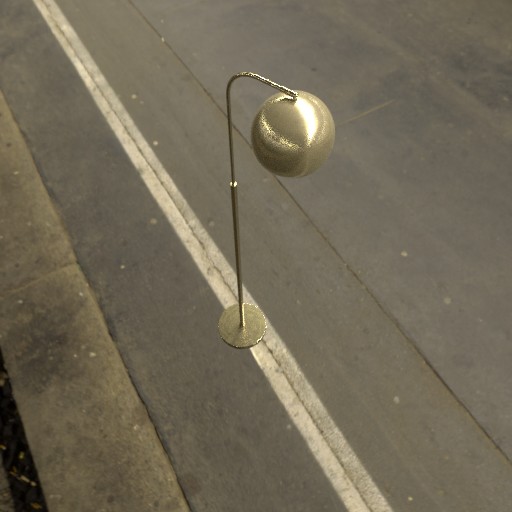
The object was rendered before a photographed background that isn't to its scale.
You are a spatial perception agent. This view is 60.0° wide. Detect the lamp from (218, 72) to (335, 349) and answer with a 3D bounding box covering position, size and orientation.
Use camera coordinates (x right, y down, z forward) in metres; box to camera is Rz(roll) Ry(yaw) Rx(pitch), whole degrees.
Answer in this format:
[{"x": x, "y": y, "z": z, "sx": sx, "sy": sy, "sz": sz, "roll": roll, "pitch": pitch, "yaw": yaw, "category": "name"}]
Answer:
[{"x": 0.000, "y": 0.000, "z": 1.659, "sx": 0.431, "sy": 1.526, "sz": 0.250, "roll": 33, "pitch": 63, "yaw": 20, "category": "lamp"}]
